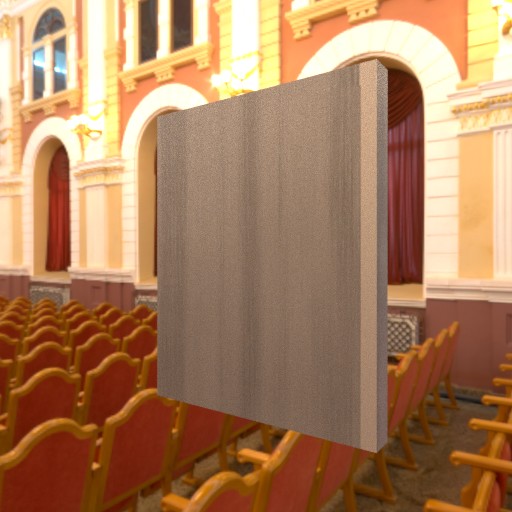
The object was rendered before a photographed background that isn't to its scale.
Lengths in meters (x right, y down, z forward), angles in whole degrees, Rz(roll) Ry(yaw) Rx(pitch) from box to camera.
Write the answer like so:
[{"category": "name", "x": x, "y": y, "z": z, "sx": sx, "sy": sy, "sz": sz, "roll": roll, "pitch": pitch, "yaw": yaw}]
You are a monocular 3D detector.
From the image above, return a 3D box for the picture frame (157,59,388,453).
[{"category": "picture frame", "x": 0.000, "y": 0.000, "z": 0.773, "sx": 0.449, "sy": 0.555, "sz": 0.046, "roll": 0, "pitch": 0, "yaw": 35}]
